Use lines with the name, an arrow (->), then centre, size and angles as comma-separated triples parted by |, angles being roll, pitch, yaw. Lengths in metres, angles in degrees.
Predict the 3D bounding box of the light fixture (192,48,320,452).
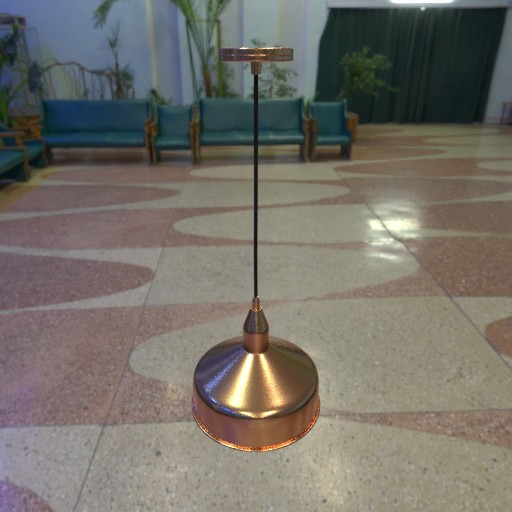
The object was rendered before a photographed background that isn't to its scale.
light fixture -> 0.000, 0.000, 0.887 | 0.301, 0.754, 0.301 | 0, 25, 0
